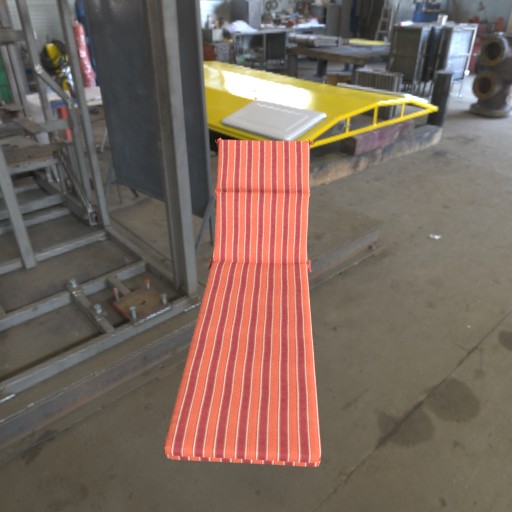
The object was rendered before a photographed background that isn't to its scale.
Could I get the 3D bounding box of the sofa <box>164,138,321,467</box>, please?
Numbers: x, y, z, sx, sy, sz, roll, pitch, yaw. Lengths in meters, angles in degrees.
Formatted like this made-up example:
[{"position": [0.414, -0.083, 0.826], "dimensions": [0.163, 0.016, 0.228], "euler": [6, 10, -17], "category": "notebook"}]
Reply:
[{"position": [0.000, 0.000, 2.009], "dimensions": [0.582, 0.622, 1.663], "euler": [2, 32, 3], "category": "sofa"}]
